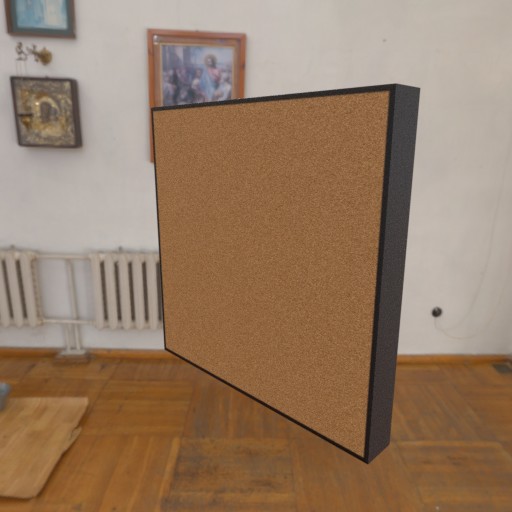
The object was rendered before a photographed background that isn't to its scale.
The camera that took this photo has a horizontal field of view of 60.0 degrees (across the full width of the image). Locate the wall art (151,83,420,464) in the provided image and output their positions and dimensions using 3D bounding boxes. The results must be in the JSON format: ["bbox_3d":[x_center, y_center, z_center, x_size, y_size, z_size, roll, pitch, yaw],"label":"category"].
[{"bbox_3d":[0.000,0.000,0.454,0.304,0.303,0.037,14,20,43],"label":"wall art"}]
